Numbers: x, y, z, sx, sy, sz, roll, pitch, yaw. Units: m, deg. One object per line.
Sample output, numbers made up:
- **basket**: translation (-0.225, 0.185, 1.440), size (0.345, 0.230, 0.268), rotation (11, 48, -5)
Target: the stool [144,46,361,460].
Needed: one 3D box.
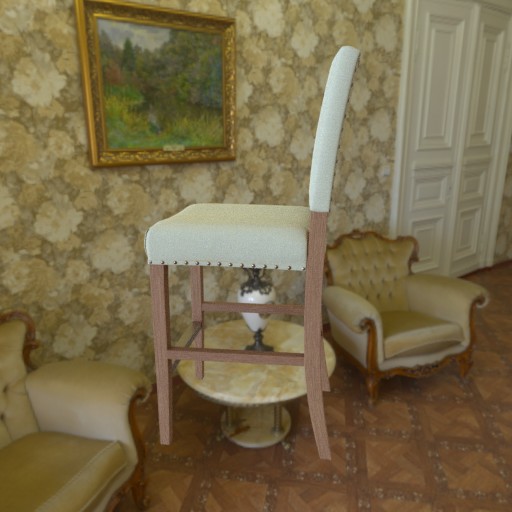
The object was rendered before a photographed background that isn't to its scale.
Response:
- **stool**: translation (0.000, 0.000, 1.443), size (0.584, 1.168, 0.445), rotation (2, 16, 8)
